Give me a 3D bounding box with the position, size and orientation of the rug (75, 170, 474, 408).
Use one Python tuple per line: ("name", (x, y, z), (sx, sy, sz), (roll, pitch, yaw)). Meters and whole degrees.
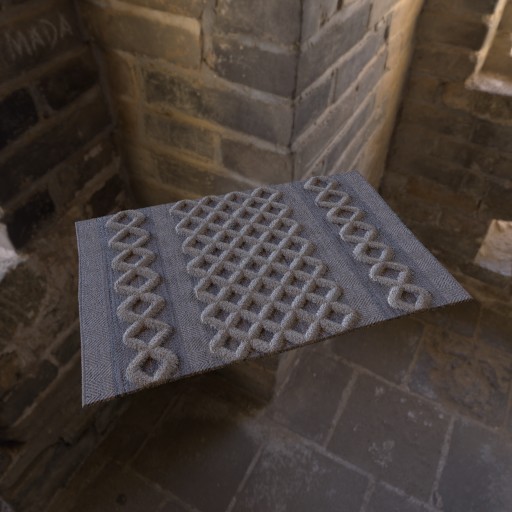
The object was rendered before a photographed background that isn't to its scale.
("rug", (0.000, 0.000, 2.358), (1.823, 0.030, 1.222), (-12, 45, -13))
